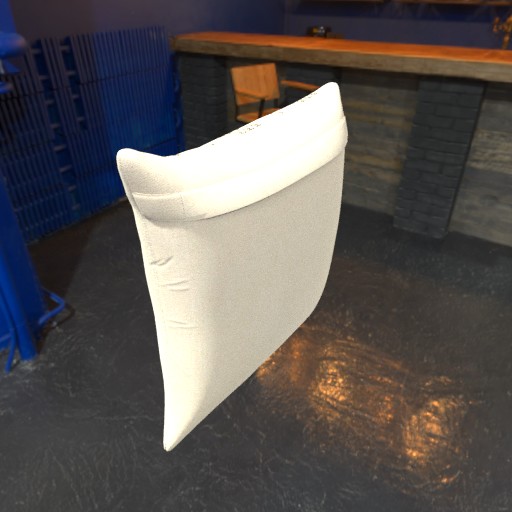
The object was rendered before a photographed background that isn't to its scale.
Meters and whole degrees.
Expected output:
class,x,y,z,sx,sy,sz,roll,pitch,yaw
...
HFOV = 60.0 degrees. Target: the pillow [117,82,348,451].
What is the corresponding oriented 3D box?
class,x,y,z,sx,sy,sz,roll,pitch,yaw
pillow,0.000,0.000,0.621,0.173,0.406,0.405,20,37,30
